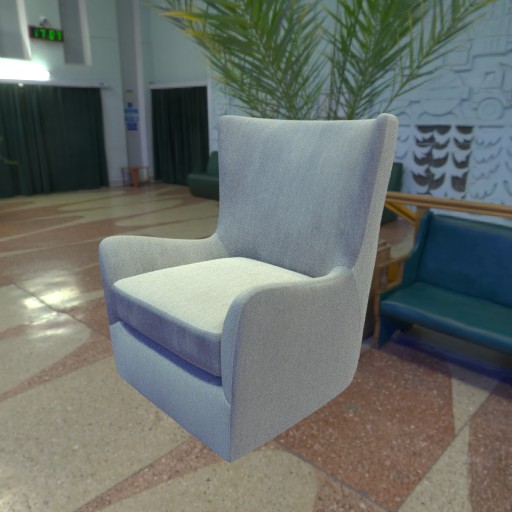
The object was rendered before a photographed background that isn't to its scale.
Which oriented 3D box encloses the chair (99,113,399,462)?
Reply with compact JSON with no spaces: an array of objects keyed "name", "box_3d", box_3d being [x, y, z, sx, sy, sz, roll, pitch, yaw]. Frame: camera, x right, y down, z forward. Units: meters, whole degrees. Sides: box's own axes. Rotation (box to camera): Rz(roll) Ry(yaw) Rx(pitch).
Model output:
[{"name":"chair","box_3d":[0.000,0.000,1.634,0.904,1.000,0.779,-16,23,-42]}]
